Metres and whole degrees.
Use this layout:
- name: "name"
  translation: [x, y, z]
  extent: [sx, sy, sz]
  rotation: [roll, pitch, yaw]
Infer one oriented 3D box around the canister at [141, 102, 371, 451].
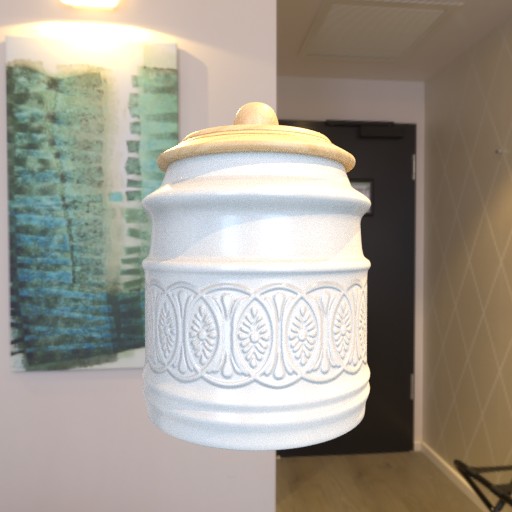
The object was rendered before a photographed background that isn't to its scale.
- name: "canister"
  translation: [0.000, 0.000, 0.259]
  extent: [0.130, 0.176, 0.130]
  rotation: [0, 1, 0]
